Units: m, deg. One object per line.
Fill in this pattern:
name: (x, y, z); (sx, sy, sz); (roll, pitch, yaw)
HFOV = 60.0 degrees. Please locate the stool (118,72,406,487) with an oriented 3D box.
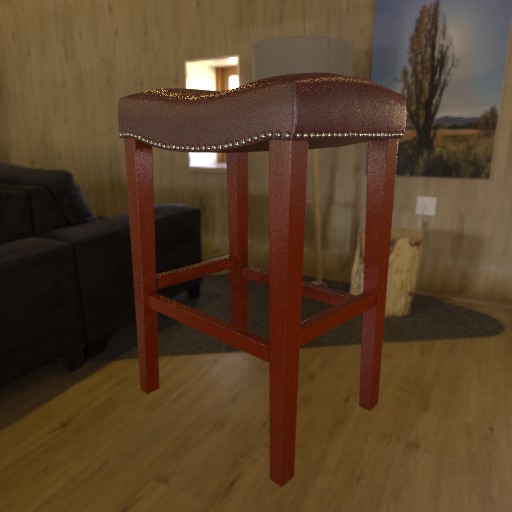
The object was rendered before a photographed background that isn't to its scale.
stool: (0.000, 0.000, 1.018); (0.504, 0.742, 0.372); (14, 21, 42)
